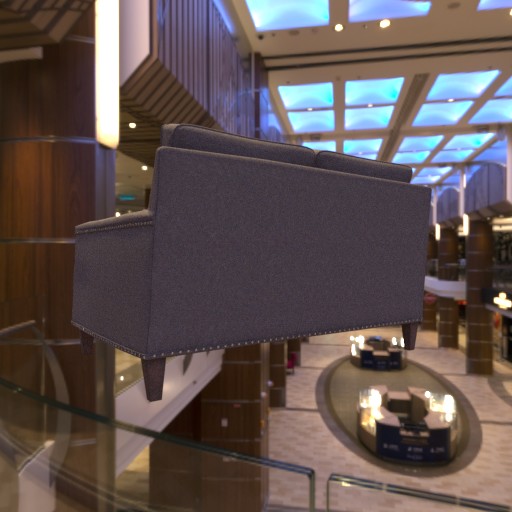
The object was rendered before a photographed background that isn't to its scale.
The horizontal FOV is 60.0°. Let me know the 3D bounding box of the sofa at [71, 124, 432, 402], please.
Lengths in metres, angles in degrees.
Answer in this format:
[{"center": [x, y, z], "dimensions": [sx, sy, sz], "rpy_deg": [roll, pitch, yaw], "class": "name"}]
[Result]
[{"center": [0.000, 0.000, 2.296], "dimensions": [1.597, 1.003, 1.084], "rpy_deg": [0, 0, -35], "class": "sofa"}]
